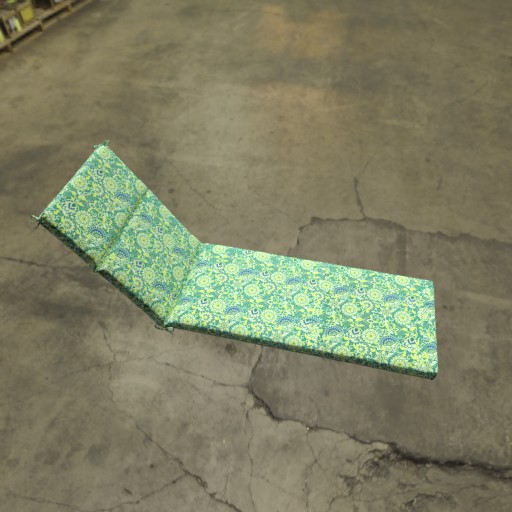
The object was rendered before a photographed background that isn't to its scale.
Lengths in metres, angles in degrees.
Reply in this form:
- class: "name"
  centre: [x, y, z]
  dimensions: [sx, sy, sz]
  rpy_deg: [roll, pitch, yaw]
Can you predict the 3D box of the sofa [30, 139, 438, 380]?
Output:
- class: "sofa"
  centre: [0.000, 0.000, 1.939]
  dimensions: [1.663, 0.622, 0.582]
  rpy_deg: [10, 48, 9]
